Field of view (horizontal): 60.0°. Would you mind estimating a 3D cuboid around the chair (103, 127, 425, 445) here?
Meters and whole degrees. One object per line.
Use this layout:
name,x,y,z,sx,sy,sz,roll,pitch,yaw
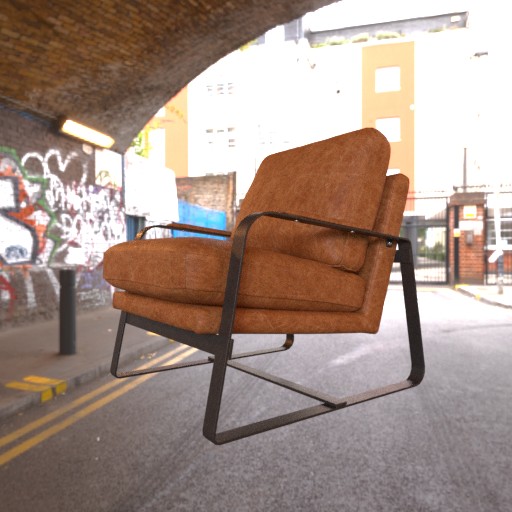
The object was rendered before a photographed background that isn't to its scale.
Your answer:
chair,0.000,0.000,1.369,0.801,0.777,0.651,0,0,-36
